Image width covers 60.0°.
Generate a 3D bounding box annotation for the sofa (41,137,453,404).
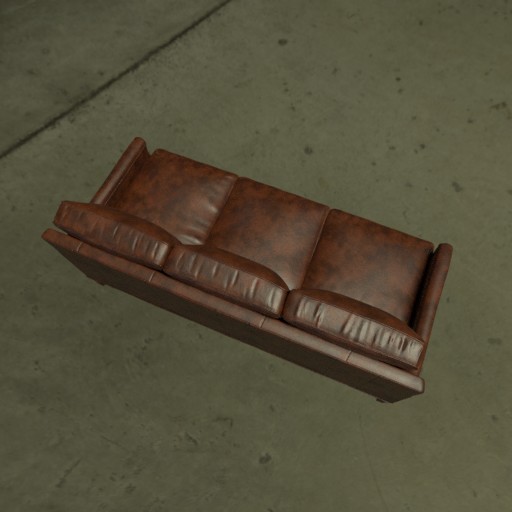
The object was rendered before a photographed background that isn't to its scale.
[{"bbox_3d":[0.000,0.000,2.799,2.240,1.003,1.084,21,64,10],"label":"sofa"}]
